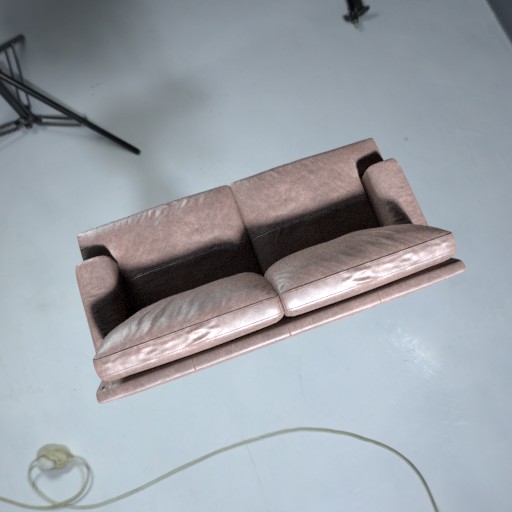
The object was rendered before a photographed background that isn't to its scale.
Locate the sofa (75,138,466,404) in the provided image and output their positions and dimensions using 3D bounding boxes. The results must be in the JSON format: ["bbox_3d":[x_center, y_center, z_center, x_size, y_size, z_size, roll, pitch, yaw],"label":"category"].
[{"bbox_3d":[0.000,0.000,2.861,2.261,0.941,1.143,-19,75,-5],"label":"sofa"}]
